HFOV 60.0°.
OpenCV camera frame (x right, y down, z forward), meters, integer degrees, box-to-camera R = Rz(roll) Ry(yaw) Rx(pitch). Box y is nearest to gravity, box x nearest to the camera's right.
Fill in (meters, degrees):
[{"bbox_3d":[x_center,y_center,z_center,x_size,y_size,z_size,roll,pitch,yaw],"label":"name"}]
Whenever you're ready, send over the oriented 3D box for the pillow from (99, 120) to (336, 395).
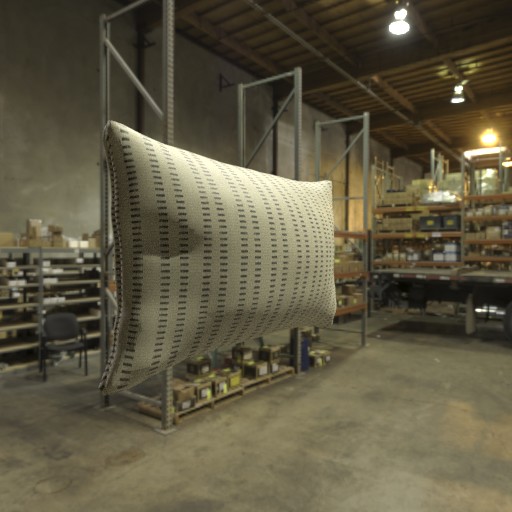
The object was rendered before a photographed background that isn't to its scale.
[{"bbox_3d":[0.000,0.000,0.815,0.210,0.353,0.640,1,1,36],"label":"pillow"}]
